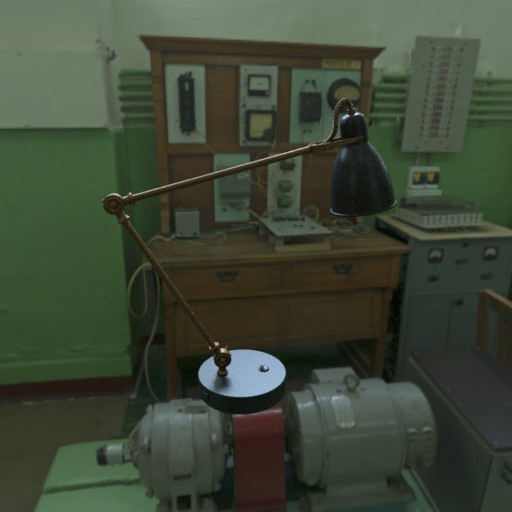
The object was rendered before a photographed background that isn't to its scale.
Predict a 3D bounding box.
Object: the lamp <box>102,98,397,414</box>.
[{"bbox_3d":[0.000,0.000,0.872,0.561,0.587,0.187,-3,17,-10],"label":"lamp"}]
